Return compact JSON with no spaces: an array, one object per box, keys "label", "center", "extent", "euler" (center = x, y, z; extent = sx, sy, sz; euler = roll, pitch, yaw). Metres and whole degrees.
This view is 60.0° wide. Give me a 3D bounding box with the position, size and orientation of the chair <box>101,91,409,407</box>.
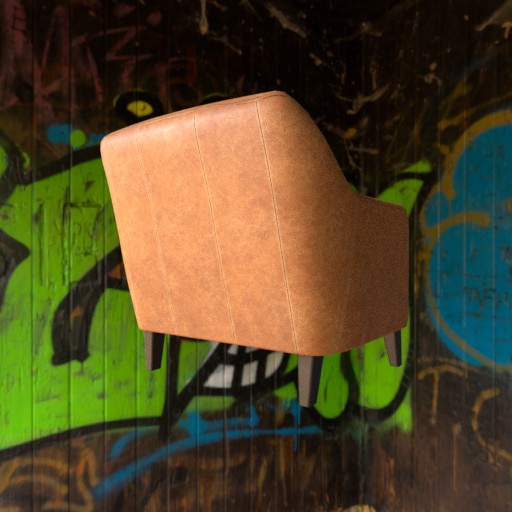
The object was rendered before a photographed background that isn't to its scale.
[{"label":"chair","center":[0.000,0.000,1.886],"extent":[1.037,0.980,1.034],"euler":[0,0,36]}]
